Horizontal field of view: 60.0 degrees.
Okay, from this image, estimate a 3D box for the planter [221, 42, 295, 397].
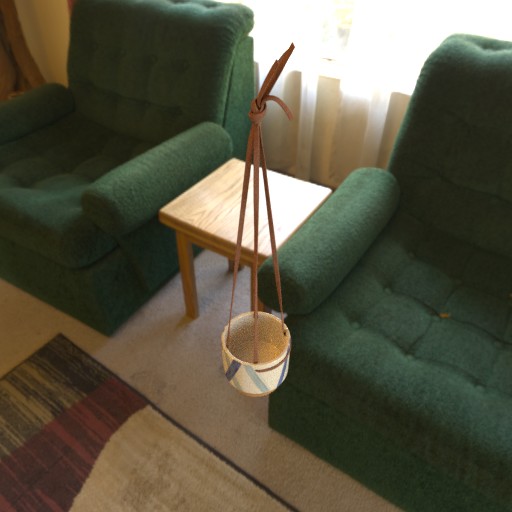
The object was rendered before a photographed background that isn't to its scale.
[{"bbox_3d":[0.000,0.000,0.823,0.157,0.753,0.153,11,42,13],"label":"planter"}]
